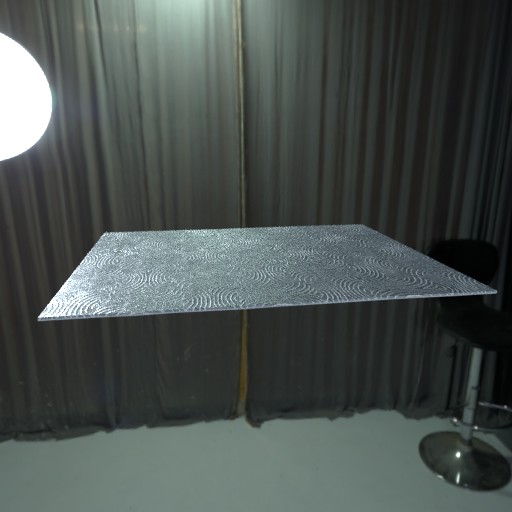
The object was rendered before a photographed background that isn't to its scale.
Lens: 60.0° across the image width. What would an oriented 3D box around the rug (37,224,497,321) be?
[{"bbox_3d":[0.000,0.000,4.041,3.042,0.021,2.456,-2,15,-9],"label":"rug"}]
